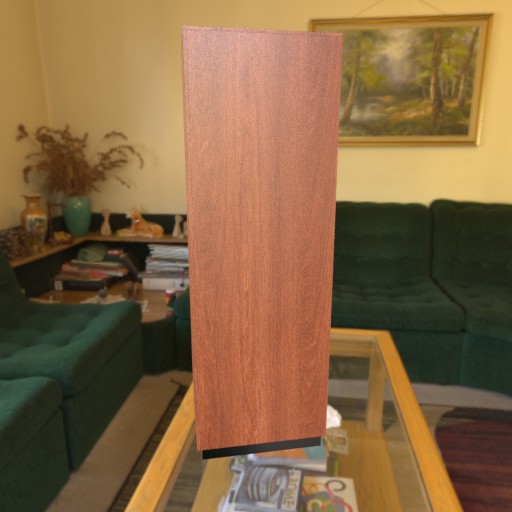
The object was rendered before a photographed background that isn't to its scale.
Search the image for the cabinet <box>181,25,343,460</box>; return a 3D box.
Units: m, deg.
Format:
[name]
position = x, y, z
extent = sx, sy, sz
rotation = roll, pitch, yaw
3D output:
[cabinet]
position = 0.000, 0.000, 2.222
extent = 0.660, 1.980, 0.420
rotation = -2, 14, -10
